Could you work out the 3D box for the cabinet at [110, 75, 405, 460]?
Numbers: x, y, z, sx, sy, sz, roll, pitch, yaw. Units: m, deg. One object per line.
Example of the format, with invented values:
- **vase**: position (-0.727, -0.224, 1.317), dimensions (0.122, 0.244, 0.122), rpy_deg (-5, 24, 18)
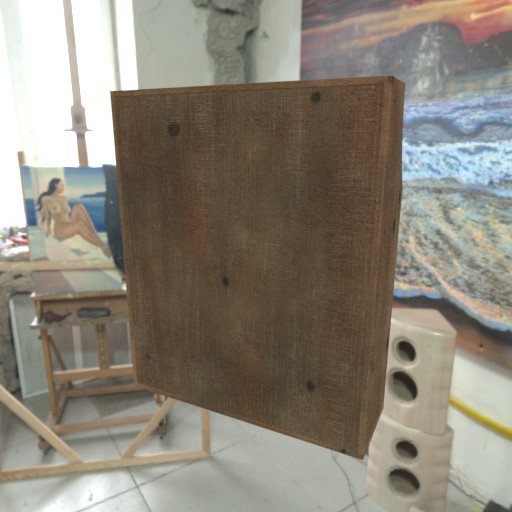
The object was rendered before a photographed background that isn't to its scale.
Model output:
- **cabinet**: position (0.000, 0.000, 0.836), dimensions (0.489, 0.590, 0.184), rpy_deg (8, 17, 26)
